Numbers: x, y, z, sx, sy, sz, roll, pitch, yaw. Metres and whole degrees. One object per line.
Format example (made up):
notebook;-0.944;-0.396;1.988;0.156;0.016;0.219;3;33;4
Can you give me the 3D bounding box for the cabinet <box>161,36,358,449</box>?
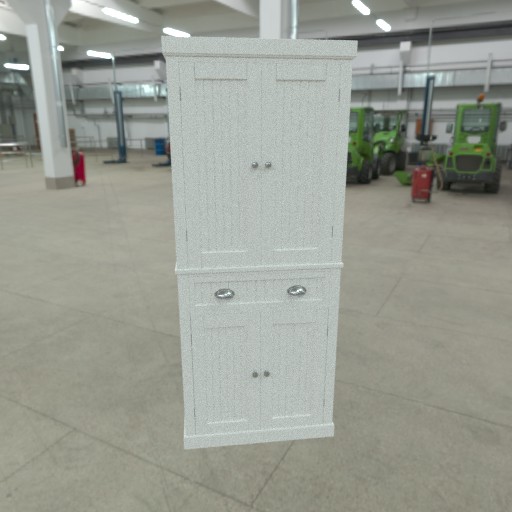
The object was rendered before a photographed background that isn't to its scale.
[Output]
cabinet;0.000;0.000;2.114;0.754;1.829;0.390;-2;17;-7
